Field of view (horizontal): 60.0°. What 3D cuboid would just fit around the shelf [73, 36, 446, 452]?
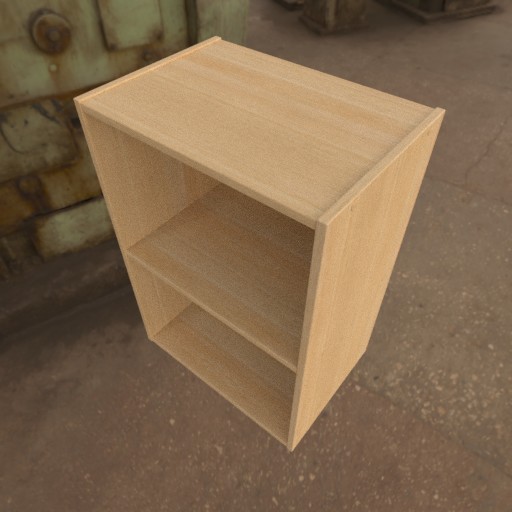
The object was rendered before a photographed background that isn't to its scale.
[{"bbox_3d":[0.000,0.000,0.810,0.414,0.592,0.290,30,53,26],"label":"shelf"}]
